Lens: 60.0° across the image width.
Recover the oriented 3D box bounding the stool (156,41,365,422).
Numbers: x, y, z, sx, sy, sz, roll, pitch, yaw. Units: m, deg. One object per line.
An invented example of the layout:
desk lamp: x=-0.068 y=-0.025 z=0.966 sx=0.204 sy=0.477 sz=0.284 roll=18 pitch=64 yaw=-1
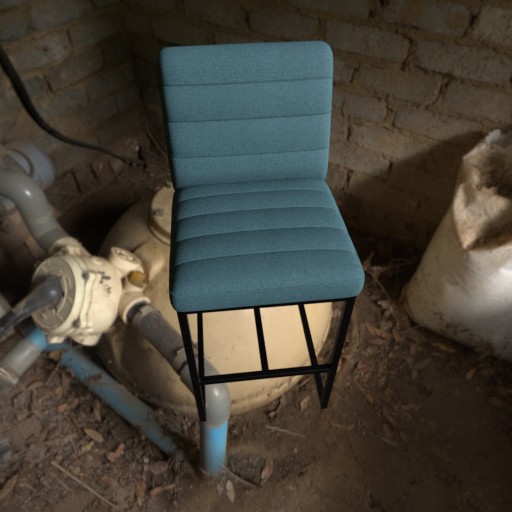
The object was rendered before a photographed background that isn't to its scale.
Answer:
stool: x=0.000 y=0.000 z=1.321 sx=0.460 sy=1.040 sz=0.560 roll=-5 pitch=46 yaw=-4
